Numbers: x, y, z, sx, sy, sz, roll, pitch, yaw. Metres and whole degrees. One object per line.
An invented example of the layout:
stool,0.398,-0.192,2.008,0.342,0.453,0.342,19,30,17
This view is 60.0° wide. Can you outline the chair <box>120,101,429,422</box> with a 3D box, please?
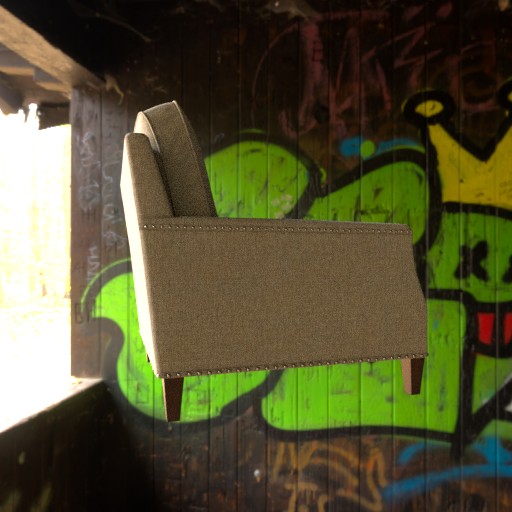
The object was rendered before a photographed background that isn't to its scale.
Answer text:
chair,0.000,0.000,1.750,1.014,0.943,0.853,0,0,-18
